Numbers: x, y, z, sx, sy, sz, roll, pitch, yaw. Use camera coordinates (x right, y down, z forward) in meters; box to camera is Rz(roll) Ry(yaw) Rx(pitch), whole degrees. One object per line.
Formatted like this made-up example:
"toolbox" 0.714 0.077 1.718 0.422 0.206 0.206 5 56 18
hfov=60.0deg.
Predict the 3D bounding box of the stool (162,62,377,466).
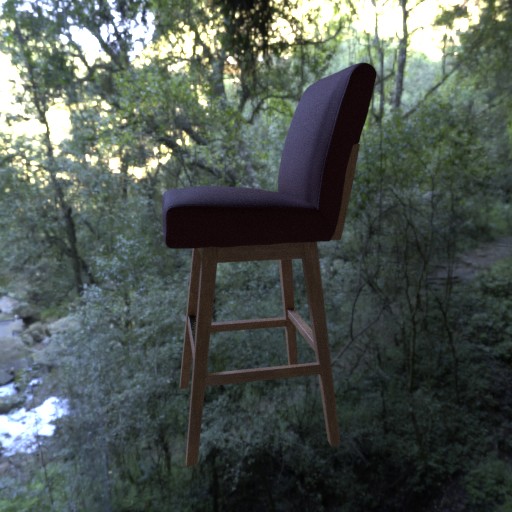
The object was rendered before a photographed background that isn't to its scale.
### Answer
"stool" 0.000 0.000 1.389 0.562 1.093 0.468 -3 14 -12
